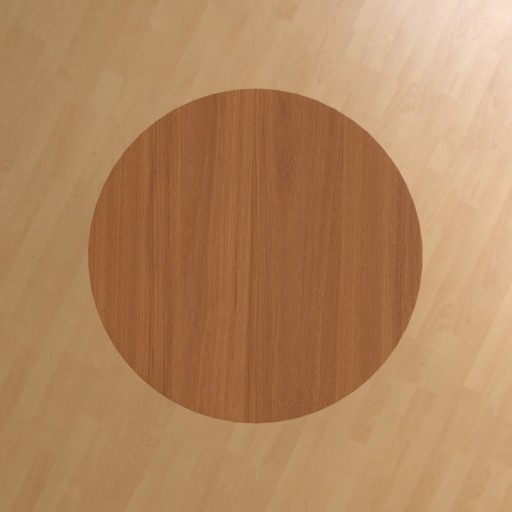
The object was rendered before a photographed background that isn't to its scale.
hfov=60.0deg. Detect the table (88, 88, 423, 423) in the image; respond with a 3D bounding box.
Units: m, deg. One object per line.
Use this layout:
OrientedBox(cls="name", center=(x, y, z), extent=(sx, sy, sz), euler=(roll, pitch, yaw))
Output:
OrientedBox(cls="table", center=(0.000, 0.000, 1.596), extent=(1.029, 0.490, 1.029), euler=(0, 90, 0))
